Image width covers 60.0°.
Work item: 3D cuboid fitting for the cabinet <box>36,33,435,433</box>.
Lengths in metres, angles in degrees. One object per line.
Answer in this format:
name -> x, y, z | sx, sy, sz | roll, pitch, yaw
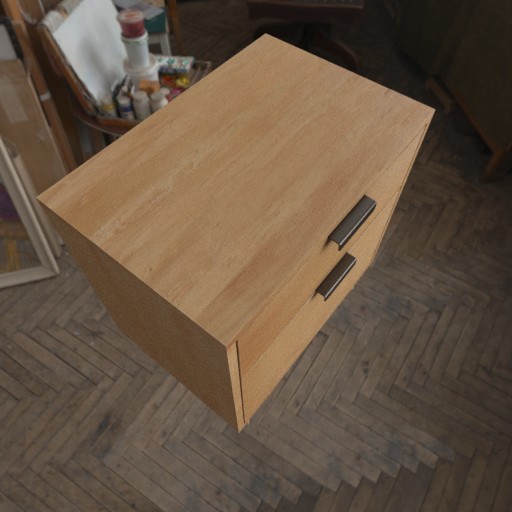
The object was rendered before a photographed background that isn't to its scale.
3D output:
cabinet -> 0.000, 0.000, 0.956 | 0.394, 0.599, 0.551 | 34, 63, 20
